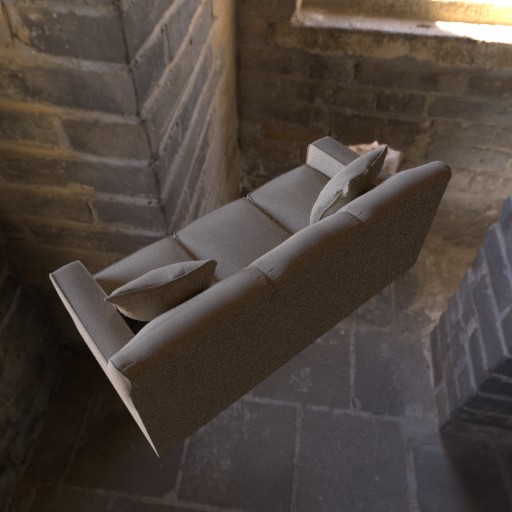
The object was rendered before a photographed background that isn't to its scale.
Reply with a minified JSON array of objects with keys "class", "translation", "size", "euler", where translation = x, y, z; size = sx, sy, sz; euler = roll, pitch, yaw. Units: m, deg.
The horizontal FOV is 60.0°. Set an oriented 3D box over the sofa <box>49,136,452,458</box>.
[{"class":"sofa","translation":[0.000,0.000,2.558],"size":[2.024,0.958,0.997],"euler":[-31,55,-25]}]
